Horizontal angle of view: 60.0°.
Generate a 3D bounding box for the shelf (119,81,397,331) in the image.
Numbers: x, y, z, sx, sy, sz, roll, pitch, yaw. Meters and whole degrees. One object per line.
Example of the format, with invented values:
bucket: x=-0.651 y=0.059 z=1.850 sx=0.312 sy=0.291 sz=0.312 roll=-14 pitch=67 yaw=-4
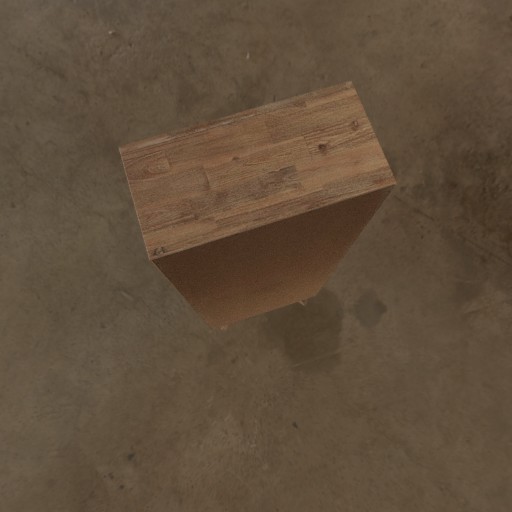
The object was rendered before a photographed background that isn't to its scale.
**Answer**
shelf: x=0.000 y=0.000 z=1.509 sx=0.491 sy=1.342 sz=0.267 roll=-17 pitch=75 yaw=-5
